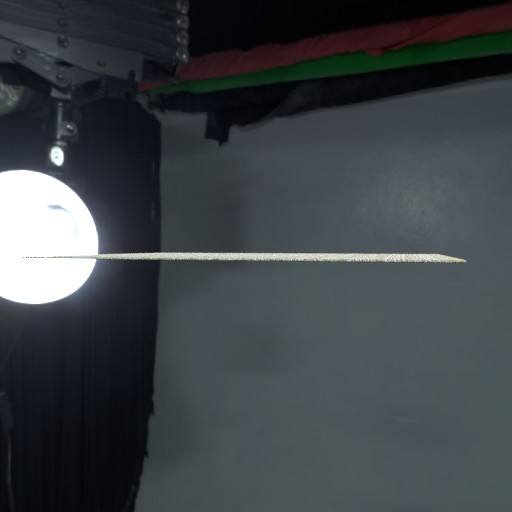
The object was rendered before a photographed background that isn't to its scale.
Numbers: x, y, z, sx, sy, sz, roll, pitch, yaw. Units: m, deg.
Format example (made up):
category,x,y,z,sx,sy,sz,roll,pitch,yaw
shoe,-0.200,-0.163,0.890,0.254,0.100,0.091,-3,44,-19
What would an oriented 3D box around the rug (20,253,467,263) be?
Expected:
category,x,y,z,sx,sy,sz,roll,pitch,yaw
rug,0.000,0.000,2.284,1.824,0.010,1.240,0,1,18
